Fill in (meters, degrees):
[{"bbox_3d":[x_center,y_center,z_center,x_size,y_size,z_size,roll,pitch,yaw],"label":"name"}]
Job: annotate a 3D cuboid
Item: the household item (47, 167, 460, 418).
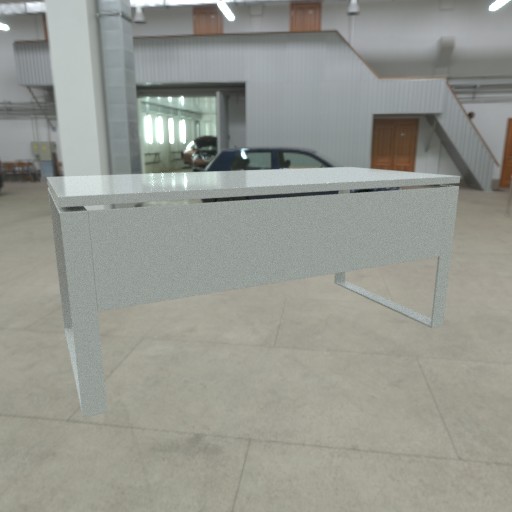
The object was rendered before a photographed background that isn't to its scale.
[{"bbox_3d":[0.000,0.000,2.106,1.700,0.745,0.800,-7,16,-26],"label":"household item"}]
